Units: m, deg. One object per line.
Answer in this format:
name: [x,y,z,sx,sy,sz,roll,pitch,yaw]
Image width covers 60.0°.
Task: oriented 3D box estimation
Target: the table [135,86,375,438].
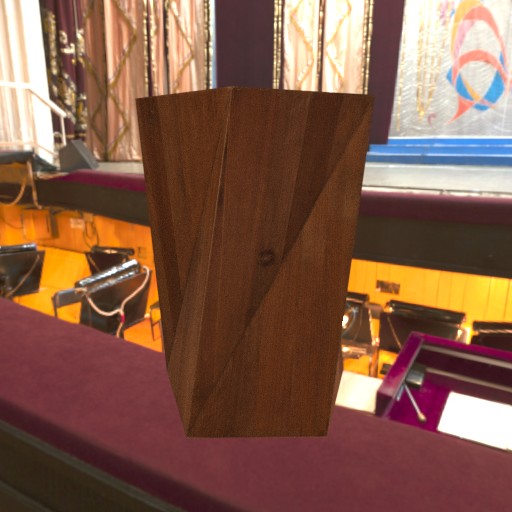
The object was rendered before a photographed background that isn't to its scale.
table: [0.000,0.000,0.906,0.441,0.604,0.425,8,16,28]
